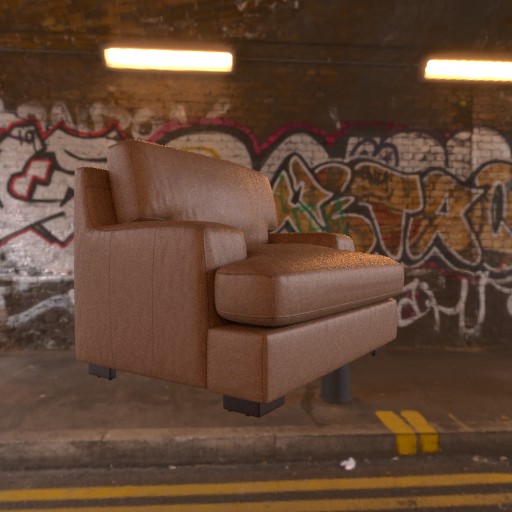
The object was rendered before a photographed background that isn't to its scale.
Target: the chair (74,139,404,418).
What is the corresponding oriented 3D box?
[{"bbox_3d":[0.000,0.000,2.030,1.050,0.978,1.276,0,1,35],"label":"chair"}]
